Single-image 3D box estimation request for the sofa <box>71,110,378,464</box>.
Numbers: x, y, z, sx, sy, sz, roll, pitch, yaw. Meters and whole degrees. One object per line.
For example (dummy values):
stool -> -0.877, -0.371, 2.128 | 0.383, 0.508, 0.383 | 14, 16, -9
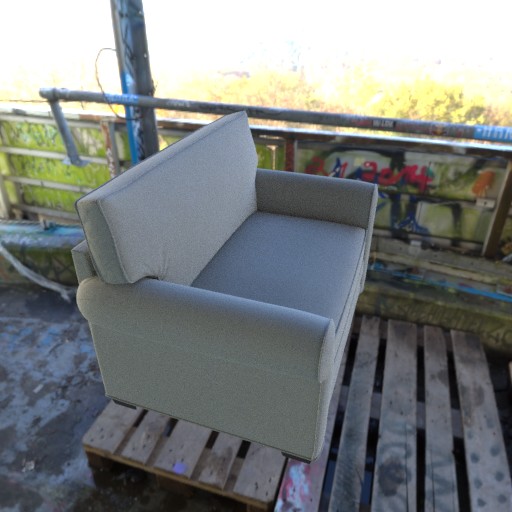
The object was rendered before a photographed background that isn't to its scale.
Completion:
sofa -> 0.000, 0.000, 2.041 | 0.937, 1.006, 1.405 | 10, 32, 17
